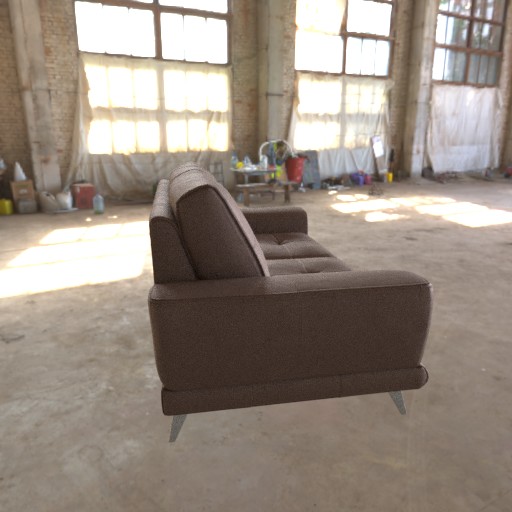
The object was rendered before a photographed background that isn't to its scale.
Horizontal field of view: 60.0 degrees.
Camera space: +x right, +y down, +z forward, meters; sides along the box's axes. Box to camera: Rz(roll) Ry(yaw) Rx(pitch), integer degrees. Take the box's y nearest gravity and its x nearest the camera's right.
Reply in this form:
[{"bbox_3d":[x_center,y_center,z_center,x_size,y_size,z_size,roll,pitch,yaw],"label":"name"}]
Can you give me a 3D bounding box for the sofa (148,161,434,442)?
[{"bbox_3d":[0.000,0.000,2.334,1.018,0.907,1.806,-3,16,-10],"label":"sofa"}]
